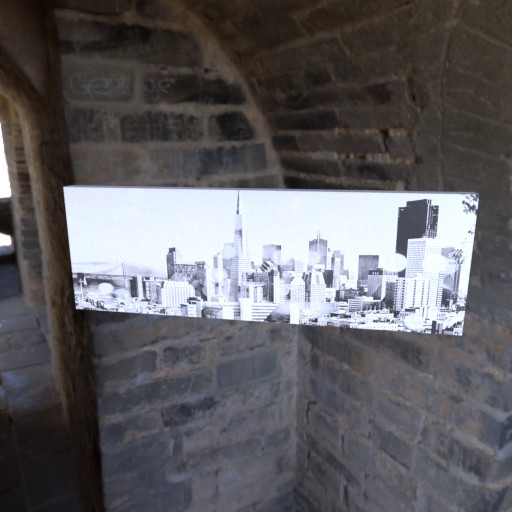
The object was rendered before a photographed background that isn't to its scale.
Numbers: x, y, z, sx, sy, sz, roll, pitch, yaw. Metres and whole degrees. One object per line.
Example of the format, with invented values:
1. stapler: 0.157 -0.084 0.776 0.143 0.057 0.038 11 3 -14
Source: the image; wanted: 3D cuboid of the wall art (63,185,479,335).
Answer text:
1. wall art: 0.000 0.000 0.855 0.766 0.256 0.036 3 14 10
